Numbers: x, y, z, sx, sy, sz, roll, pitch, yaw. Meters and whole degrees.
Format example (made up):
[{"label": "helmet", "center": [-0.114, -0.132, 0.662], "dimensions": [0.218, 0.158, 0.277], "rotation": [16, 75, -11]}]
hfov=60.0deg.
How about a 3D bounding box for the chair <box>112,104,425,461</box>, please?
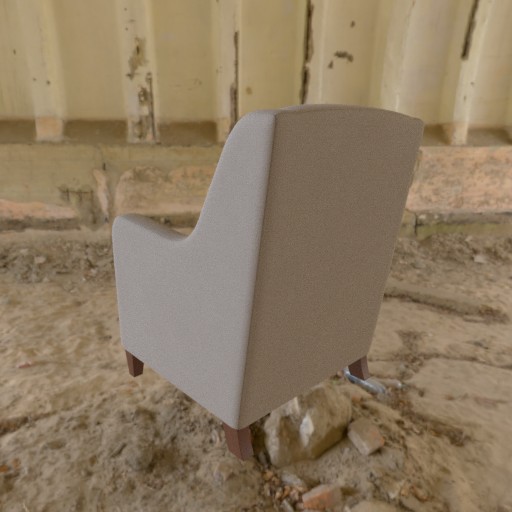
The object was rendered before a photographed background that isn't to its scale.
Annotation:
[{"label": "chair", "center": [0.000, 0.000, 1.612], "dimensions": [0.715, 1.010, 0.863], "rotation": [-14, 21, -42]}]
